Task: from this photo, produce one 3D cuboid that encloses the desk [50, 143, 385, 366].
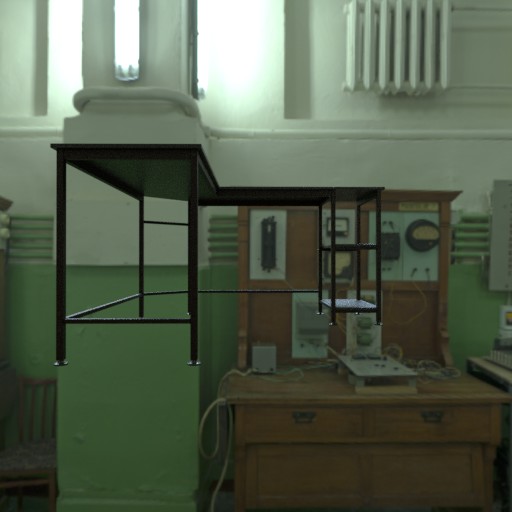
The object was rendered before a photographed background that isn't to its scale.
[{"bbox_3d":[0.000,0.000,2.165,1.379,0.739,1.379,0,0,-1],"label":"desk"}]
